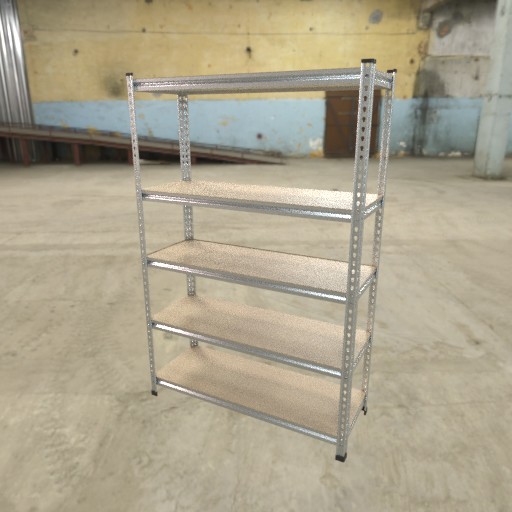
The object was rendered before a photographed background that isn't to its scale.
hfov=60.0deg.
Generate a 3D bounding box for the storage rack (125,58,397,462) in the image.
[{"bbox_3d":[0.000,0.000,2.369,1.219,1.829,0.457,9,19,26],"label":"storage rack"}]
